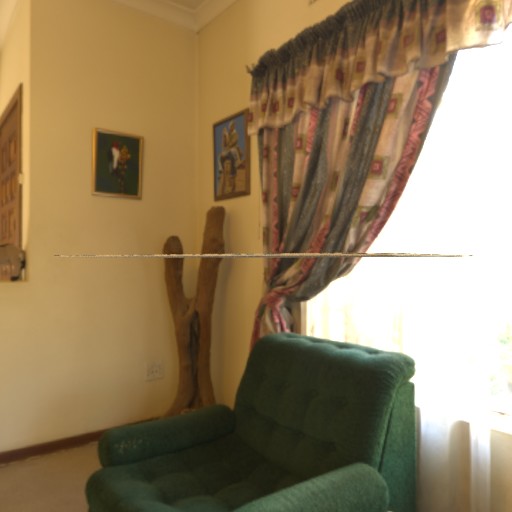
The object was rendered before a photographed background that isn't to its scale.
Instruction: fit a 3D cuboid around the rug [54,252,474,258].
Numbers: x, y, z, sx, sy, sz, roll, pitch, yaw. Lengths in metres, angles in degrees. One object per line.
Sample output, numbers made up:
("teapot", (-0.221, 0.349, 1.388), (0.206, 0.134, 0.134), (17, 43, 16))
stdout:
("rug", (0.000, 0.000, 2.103), (1.698, 0.013, 1.072), (0, -1, 37))
